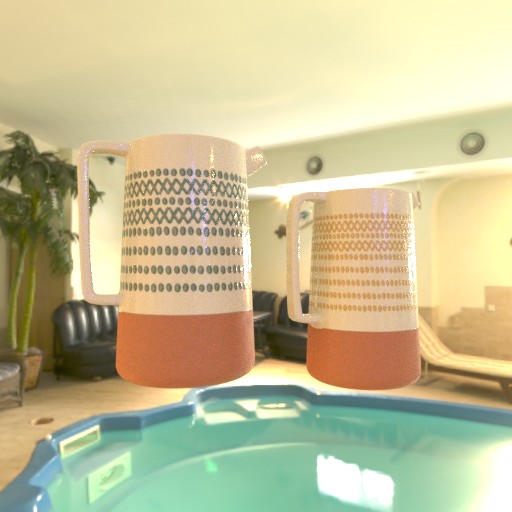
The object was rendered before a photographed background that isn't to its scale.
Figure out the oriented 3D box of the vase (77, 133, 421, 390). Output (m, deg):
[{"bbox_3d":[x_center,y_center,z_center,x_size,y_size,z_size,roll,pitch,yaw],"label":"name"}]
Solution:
[{"bbox_3d":[0.000,0.000,0.457,0.326,0.247,0.168,0,-1,17],"label":"vase"}]
